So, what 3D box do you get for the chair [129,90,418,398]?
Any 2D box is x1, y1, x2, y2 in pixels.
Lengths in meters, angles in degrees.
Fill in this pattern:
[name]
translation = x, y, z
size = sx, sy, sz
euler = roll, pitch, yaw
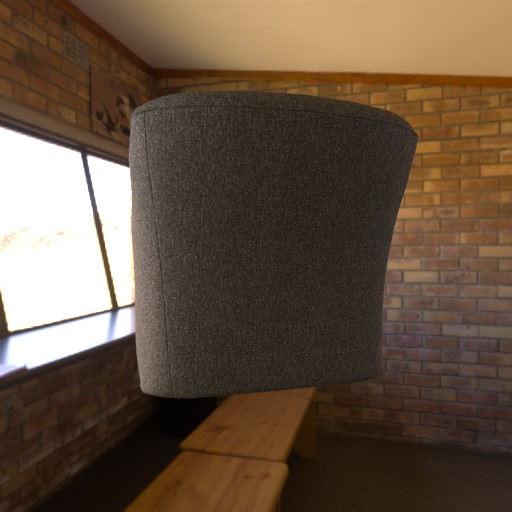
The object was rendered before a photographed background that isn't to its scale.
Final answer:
[chair]
translation = 0.000, 0.000, 1.564
size = 0.864, 0.856, 0.923
euler = 0, 1, -17
